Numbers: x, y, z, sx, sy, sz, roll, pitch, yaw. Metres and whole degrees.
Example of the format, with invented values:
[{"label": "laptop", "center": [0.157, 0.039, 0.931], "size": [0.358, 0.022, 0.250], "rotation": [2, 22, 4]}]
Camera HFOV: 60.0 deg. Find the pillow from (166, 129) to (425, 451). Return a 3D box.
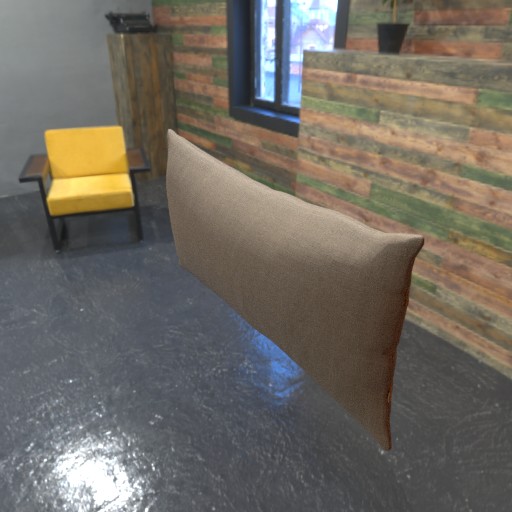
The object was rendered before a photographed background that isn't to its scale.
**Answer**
[{"label": "pillow", "center": [0.000, 0.000, 0.726], "size": [0.148, 0.308, 0.612], "rotation": [-18, 32, -30]}]
